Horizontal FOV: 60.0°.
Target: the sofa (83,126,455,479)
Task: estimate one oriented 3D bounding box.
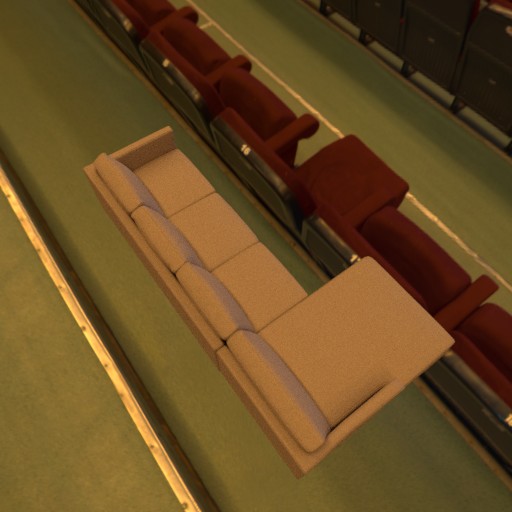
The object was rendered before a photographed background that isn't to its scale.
[{"bbox_3d":[0.000,0.000,3.898,1.625,0.846,3.186,-33,65,-17],"label":"sofa"}]
